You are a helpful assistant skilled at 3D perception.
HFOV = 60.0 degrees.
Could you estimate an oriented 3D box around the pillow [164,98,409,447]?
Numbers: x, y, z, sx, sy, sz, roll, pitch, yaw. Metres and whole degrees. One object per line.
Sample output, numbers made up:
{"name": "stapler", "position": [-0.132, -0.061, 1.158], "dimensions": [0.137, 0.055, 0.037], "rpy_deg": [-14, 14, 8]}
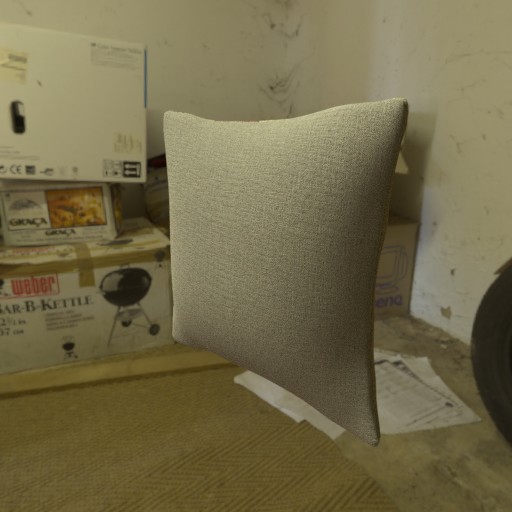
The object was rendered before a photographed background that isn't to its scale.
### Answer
{"name": "pillow", "position": [0.000, 0.000, 0.648], "dimensions": [0.437, 0.419, 0.136], "rpy_deg": [15, 21, 43]}
